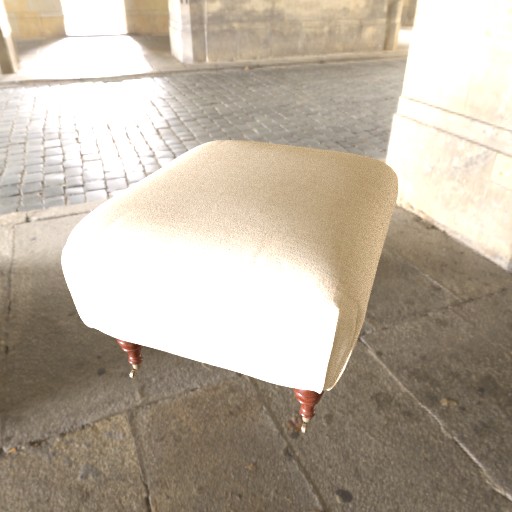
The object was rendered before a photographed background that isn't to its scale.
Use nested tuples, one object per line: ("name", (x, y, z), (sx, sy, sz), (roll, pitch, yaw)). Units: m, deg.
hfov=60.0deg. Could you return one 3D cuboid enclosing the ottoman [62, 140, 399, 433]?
("ottoman", (0.000, 0.000, 1.145), (0.622, 0.450, 0.747), (11, 33, 18))
